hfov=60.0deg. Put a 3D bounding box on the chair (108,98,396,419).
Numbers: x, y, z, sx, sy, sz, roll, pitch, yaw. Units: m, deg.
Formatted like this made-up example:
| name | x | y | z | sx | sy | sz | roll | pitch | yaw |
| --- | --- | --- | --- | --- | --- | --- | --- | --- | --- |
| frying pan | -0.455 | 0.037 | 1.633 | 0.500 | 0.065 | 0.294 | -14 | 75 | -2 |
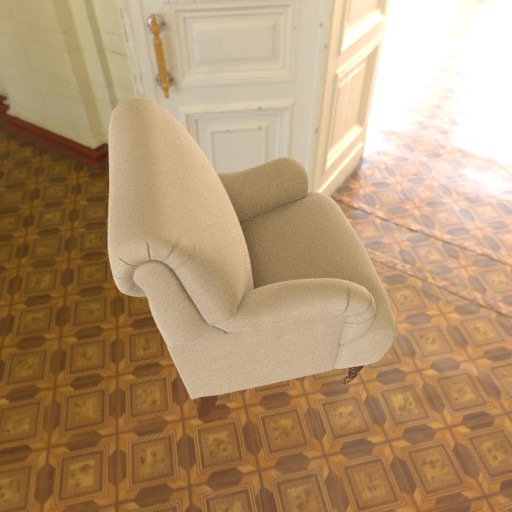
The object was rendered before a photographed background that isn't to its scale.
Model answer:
| name | x | y | z | sx | sy | sz | roll | pitch | yaw |
| --- | --- | --- | --- | --- | --- | --- | --- | --- | --- |
| chair | 0.000 | 0.000 | 1.570 | 0.842 | 0.942 | 0.766 | -9 | 46 | -9 |
